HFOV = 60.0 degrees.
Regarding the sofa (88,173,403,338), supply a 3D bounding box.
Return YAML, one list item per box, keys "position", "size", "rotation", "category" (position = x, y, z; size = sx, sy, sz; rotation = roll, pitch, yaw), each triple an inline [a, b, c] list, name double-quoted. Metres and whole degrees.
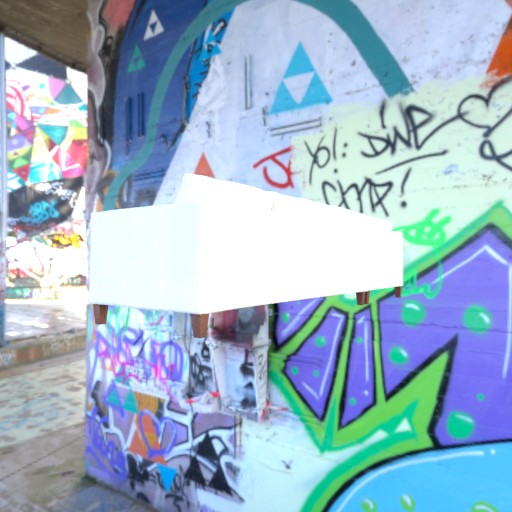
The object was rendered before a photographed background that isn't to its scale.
- position: [0.000, 0.000, 3.917]
  size: [1.625, 0.861, 3.186]
  rotation: [-1, -1, 36]
  category: "sofa"
